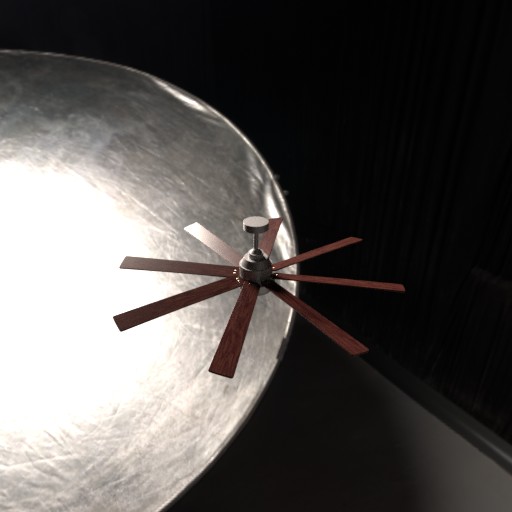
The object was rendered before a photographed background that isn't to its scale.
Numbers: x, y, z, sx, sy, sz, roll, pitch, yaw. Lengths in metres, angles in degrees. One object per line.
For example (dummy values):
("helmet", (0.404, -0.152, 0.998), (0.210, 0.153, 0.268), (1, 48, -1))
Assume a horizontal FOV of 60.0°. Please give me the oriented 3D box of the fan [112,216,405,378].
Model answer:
("fan", (0.000, 0.000, 2.774), (1.830, 0.472, 1.830), (-18, 33, -30))
